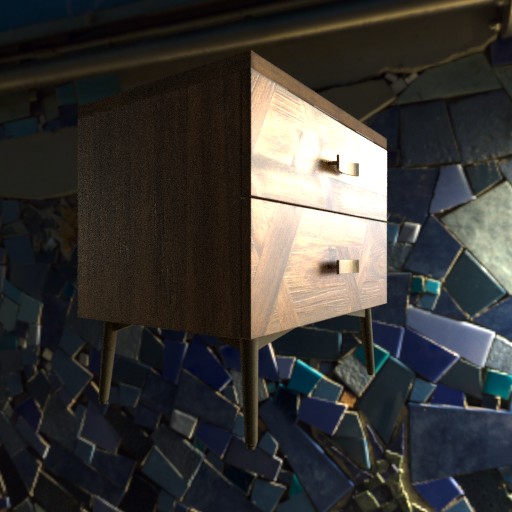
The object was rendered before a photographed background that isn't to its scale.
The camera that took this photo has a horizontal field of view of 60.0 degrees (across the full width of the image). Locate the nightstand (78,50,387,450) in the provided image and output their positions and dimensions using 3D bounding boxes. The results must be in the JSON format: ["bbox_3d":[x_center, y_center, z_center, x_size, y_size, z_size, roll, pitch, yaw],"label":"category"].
[{"bbox_3d":[0.000,0.000,1.020,0.458,0.610,0.610,0,0,35],"label":"nightstand"}]
